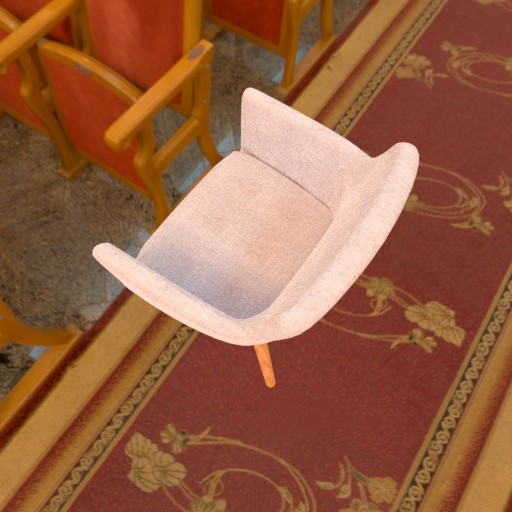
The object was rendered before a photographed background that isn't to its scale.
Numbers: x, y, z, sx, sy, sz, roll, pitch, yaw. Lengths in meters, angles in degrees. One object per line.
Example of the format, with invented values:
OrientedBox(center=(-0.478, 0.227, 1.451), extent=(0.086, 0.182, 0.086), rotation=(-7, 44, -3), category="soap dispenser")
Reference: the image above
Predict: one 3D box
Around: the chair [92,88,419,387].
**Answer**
OrientedBox(center=(0.000, 0.000, 1.170), extent=(0.540, 0.780, 0.570), rotation=(32, 68, 14), category="chair")
